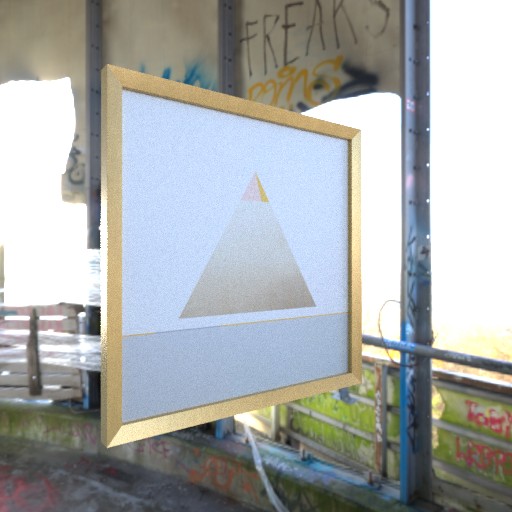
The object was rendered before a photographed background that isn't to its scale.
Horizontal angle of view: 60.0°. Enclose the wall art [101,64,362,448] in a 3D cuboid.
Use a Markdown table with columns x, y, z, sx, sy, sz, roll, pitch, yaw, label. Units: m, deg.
| x | y | z | sx | sy | sz | roll | pitch | yaw | label |
| --- | --- | --- | --- | --- | --- | --- | --- | --- | --- |
| 0.000 | 0.000 | 2.845 | 1.935 | 1.936 | 0.097 | 0 | 0 | -36 | wall art |
